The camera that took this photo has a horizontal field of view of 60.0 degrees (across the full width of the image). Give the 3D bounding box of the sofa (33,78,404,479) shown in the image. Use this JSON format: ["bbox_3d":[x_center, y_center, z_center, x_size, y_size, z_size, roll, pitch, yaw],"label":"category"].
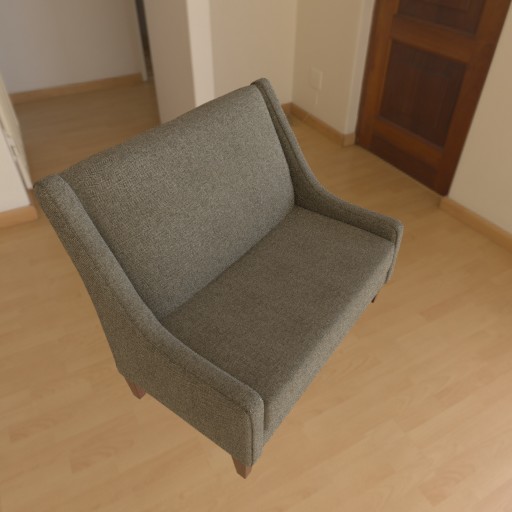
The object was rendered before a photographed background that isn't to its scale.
[{"bbox_3d":[0.000,0.000,1.866,0.870,1.021,1.242,25,46,27],"label":"sofa"}]
